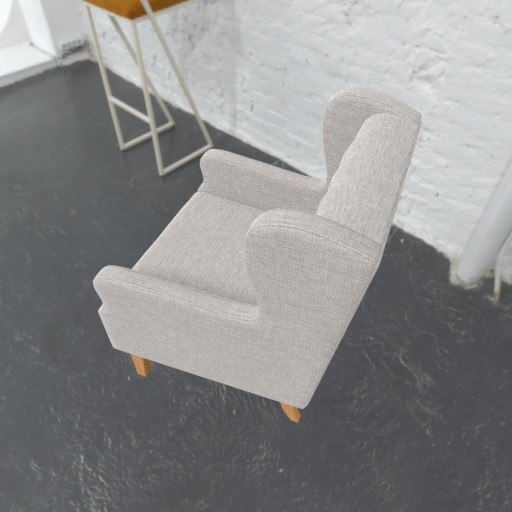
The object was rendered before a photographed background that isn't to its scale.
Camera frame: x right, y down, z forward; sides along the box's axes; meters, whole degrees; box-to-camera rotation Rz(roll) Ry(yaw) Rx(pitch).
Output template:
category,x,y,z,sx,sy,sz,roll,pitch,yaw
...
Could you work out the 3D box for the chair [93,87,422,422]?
category,x,y,z,sx,sy,sz,roll,pitch,yaw
chair,0.000,0.000,1.437,0.760,0.930,0.710,17,48,15
